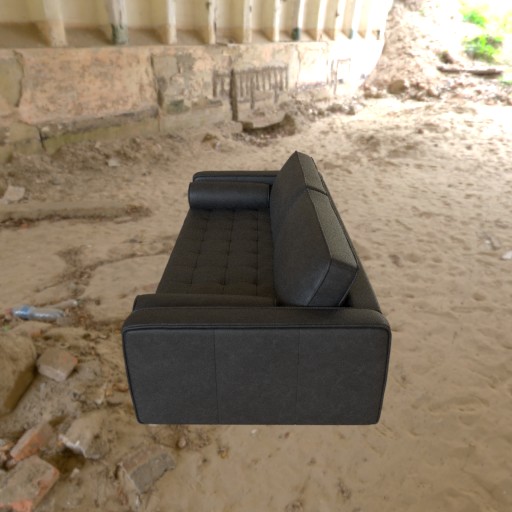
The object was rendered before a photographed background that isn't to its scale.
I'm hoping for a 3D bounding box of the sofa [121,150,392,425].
[{"bbox_3d":[0.000,0.000,2.343,0.921,0.770,1.879,0,26,0],"label":"sofa"}]
